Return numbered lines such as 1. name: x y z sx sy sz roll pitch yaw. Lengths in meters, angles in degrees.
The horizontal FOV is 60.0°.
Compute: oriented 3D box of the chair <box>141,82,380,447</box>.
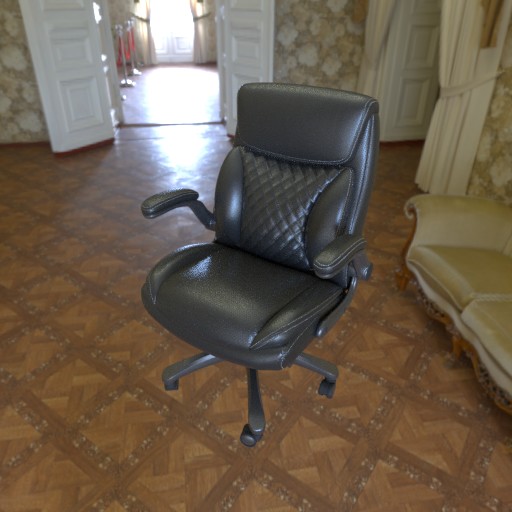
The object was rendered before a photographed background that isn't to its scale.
1. chair: 0.000 0.000 1.627 0.782 1.110 0.724 19 35 29
